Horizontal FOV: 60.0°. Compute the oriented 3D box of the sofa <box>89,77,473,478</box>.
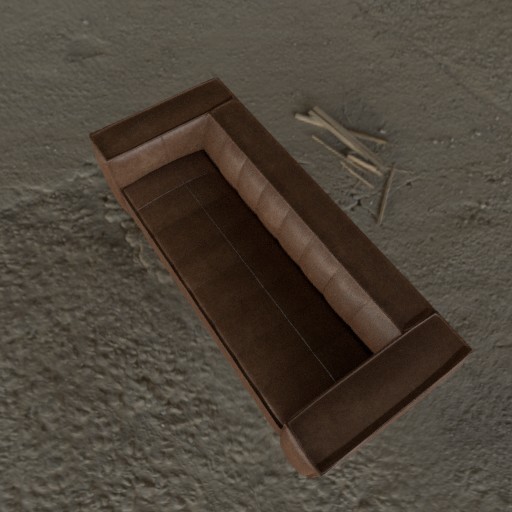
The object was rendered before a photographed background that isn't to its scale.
[{"bbox_3d":[0.000,0.000,2.960,1.102,0.701,2.581,-31,66,-16],"label":"sofa"}]
